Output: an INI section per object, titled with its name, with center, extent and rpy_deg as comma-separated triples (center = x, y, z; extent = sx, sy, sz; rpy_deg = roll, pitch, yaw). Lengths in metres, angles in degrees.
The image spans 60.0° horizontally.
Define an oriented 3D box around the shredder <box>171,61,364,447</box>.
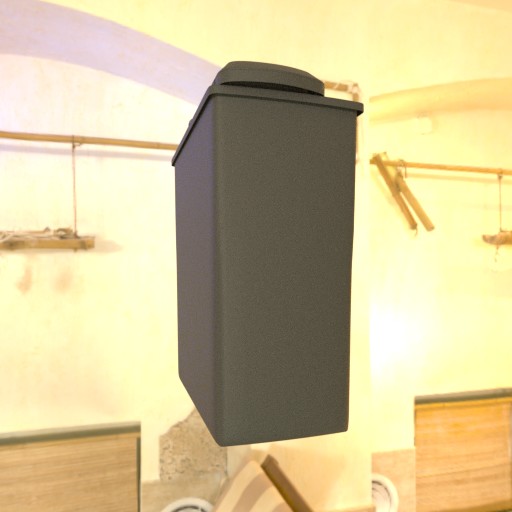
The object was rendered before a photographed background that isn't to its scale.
[shredder]
center = 0.000, 0.000, 0.525
extent = 0.170, 0.335, 0.320
rpy_deg = 0, -2, -17
